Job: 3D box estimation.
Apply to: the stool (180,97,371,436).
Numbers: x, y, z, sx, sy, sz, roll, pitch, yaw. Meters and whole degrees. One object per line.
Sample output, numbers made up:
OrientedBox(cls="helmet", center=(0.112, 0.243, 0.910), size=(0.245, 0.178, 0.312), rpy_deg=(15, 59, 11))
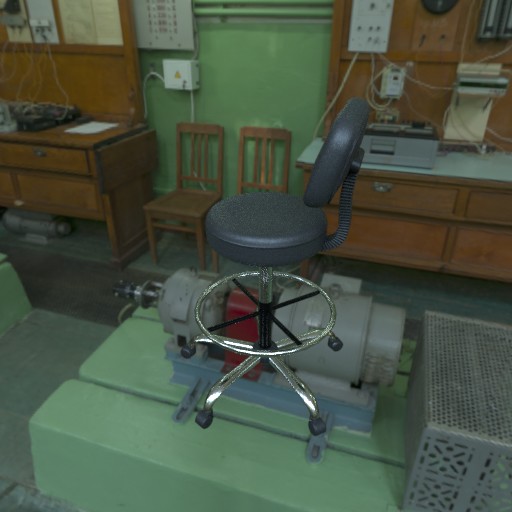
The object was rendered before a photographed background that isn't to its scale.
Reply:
OrientedBox(cls="stool", center=(0.000, 0.000, 1.560), size=(0.658, 1.069, 0.694), rpy_deg=(8, 30, 15))
